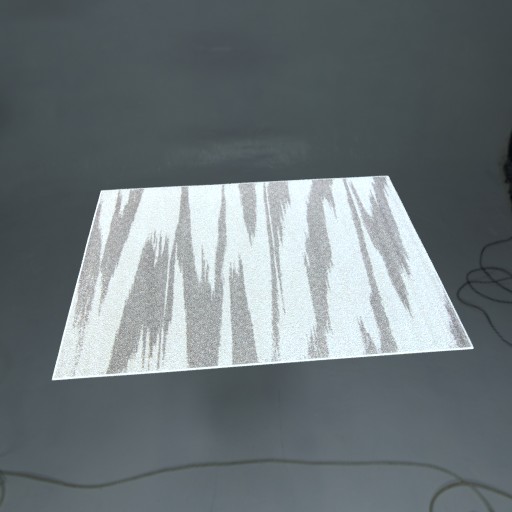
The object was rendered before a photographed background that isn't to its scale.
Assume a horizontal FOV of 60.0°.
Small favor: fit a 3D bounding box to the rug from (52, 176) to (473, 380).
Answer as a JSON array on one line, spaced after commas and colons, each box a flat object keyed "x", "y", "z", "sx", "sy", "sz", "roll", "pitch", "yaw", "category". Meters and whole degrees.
[{"x": 0.000, "y": 0.000, "z": 2.766, "sx": 2.142, "sy": 0.010, "sz": 1.533, "roll": -3, "pitch": 46, "yaw": -3, "category": "rug"}]
